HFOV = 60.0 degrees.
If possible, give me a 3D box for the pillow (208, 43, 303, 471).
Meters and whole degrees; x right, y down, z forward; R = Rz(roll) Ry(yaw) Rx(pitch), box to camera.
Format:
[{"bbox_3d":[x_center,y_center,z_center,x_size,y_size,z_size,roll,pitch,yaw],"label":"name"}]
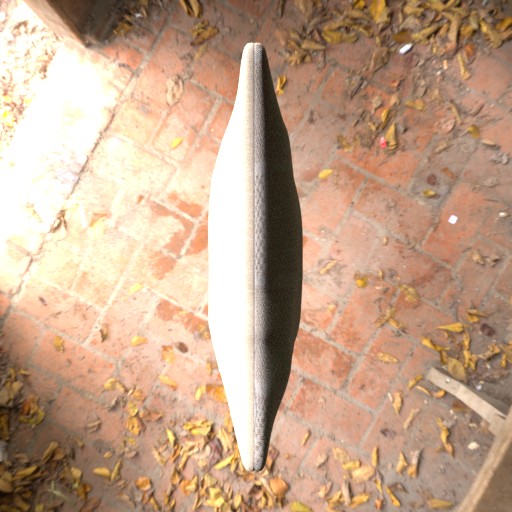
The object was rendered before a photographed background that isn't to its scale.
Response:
[{"bbox_3d":[0.000,0.000,0.659,0.138,0.432,0.436,0,91,0],"label":"pillow"}]
